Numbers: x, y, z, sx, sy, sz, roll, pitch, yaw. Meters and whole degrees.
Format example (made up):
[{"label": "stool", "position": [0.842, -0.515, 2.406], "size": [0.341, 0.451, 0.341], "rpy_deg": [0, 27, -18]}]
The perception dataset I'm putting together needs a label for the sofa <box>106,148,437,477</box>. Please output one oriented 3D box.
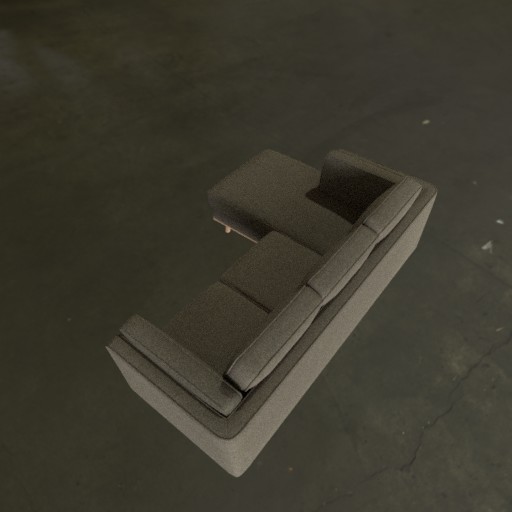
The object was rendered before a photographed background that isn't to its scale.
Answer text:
[{"label": "sofa", "position": [0.000, 0.000, 3.160], "size": [1.604, 0.929, 2.411], "rpy_deg": [30, 53, 25]}]
